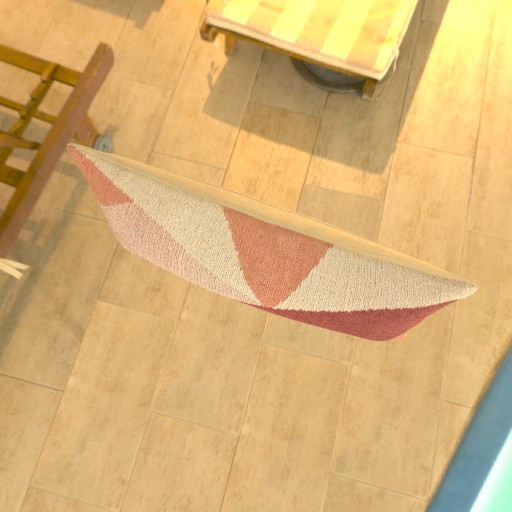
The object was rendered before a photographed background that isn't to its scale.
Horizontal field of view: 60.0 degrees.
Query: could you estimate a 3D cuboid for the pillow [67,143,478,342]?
[{"bbox_3d":[0.000,0.000,0.740,0.609,0.292,0.155,20,75,6],"label":"pillow"}]
